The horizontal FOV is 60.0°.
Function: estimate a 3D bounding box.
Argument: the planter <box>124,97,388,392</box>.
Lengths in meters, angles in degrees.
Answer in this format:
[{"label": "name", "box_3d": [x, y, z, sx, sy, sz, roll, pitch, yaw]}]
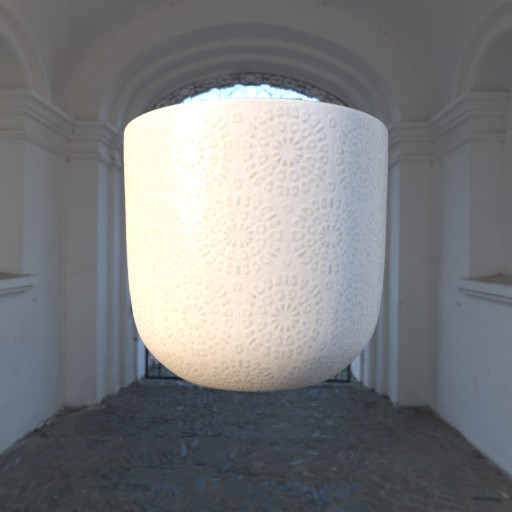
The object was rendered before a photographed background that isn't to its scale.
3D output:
[{"label": "planter", "box_3d": [0.000, 0.000, 0.365, 0.208, 0.190, 0.208, 0, 1, 0]}]
